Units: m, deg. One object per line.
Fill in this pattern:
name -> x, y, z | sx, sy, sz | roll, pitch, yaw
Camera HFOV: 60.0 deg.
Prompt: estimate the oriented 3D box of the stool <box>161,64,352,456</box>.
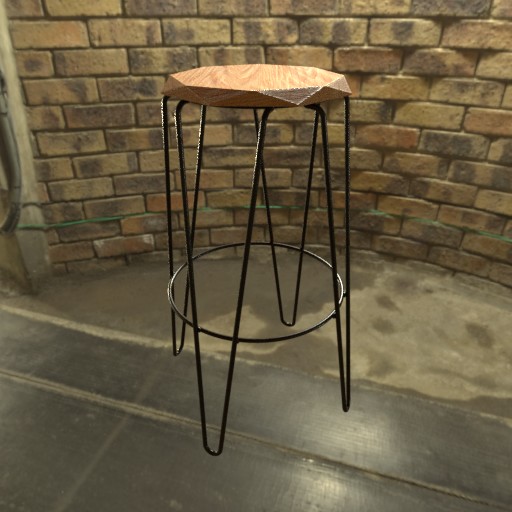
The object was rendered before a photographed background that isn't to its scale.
stool -> 0.000, 0.000, 0.799 | 0.326, 0.610, 0.326 | -11, 32, -18
